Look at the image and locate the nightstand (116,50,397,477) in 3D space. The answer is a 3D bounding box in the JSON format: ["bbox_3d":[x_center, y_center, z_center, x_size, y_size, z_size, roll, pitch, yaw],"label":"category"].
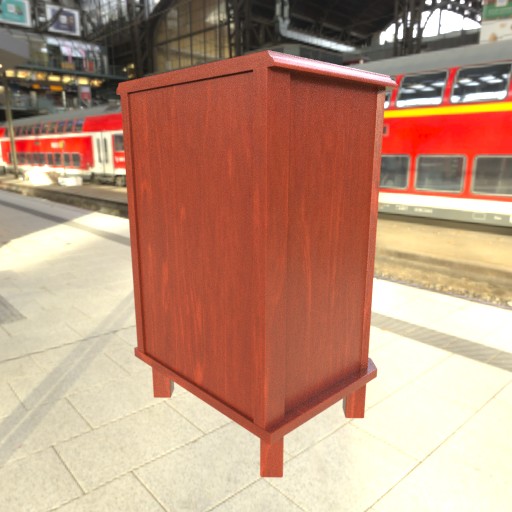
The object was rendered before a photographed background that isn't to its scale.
[{"bbox_3d":[0.000,0.000,0.918,0.351,0.681,0.435,-13,18,-42],"label":"nightstand"}]
